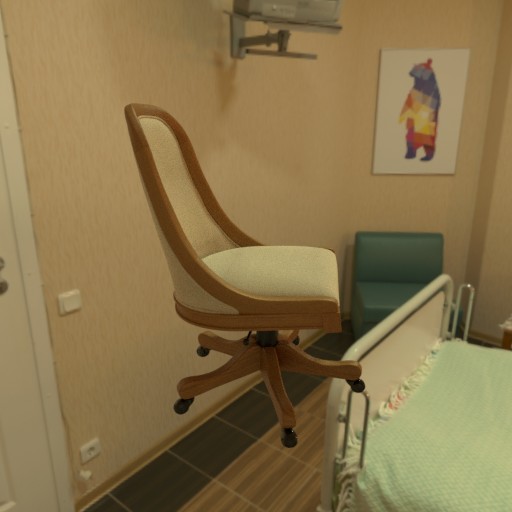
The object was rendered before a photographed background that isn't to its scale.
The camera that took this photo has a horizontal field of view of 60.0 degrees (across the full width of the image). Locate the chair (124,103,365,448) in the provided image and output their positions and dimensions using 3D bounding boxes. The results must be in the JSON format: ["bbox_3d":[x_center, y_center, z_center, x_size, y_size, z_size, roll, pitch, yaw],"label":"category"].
[{"bbox_3d":[0.000,0.000,1.546,0.811,1.009,0.702,3,17,8],"label":"chair"}]
